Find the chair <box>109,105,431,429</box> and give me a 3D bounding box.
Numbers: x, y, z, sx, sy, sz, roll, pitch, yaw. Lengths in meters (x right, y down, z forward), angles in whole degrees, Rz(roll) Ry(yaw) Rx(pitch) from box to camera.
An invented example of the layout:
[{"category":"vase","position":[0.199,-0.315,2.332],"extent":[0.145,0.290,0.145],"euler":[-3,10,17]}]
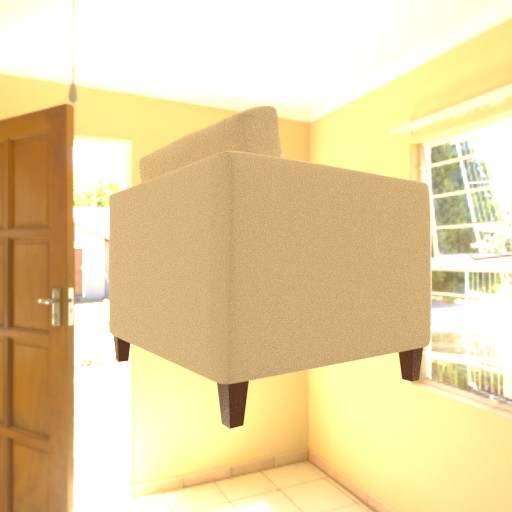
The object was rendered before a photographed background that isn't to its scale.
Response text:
[{"category":"chair","position":[0.000,0.000,1.730],"extent":[0.878,0.885,1.019],"euler":[0,0,-35]}]
